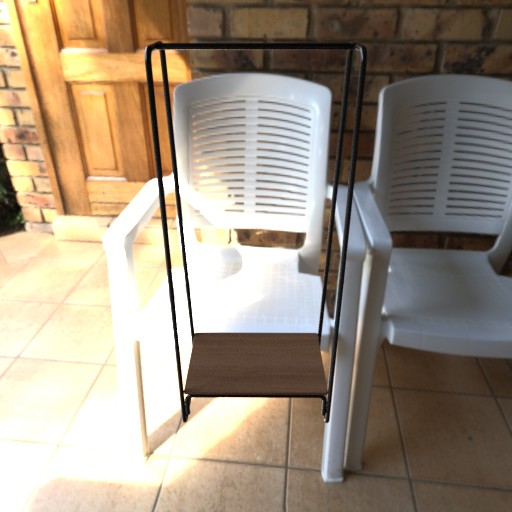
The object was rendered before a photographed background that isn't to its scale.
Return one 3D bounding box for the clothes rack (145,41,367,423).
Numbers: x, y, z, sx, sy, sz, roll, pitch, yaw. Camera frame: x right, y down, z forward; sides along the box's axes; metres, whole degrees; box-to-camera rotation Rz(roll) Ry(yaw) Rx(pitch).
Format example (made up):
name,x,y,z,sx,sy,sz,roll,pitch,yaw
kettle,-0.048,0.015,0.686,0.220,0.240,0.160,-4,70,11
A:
name,x,y,z,sx,sy,sz,roll,pitch,yaw
clothes rack,0.000,0.000,1.726,0.640,1.500,0.400,0,30,0
